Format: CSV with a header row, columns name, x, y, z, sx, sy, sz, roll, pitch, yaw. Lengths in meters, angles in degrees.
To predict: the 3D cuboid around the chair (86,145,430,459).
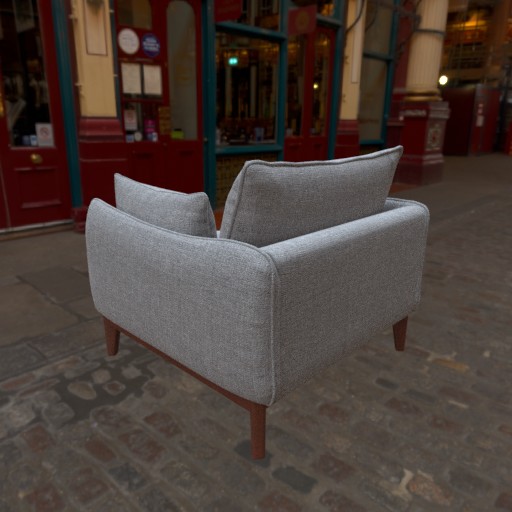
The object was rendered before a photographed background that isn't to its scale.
name,x,y,z,sx,sy,sz,roll,pitch,yaw
chair,0.000,0.000,1.736,0.976,0.839,0.993,16,23,42
